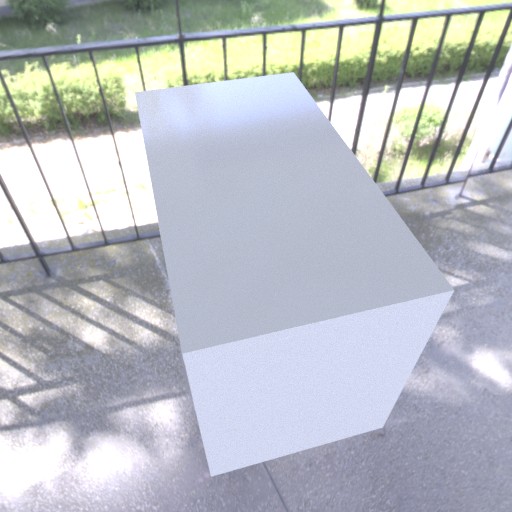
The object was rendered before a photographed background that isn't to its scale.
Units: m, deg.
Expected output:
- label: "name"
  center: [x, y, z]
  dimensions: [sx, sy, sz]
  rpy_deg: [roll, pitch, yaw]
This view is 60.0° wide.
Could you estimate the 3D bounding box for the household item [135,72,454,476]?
- label: "household item"
  center: [0.000, 0.000, 1.547]
  dimensions: [0.597, 0.749, 1.100]
  rpy_deg: [-11, 48, -10]
